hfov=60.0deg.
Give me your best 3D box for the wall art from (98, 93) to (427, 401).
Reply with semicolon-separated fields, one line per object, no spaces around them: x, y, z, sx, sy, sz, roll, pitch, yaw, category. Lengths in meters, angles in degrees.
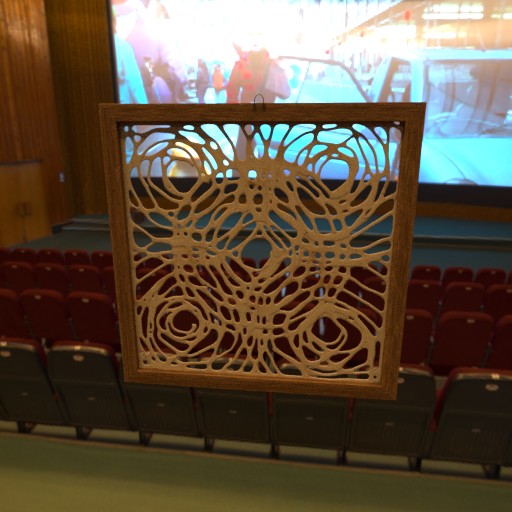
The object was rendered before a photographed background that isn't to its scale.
0.000;0.000;0.836;0.561;0.576;0.021;2;17;6;wall art
